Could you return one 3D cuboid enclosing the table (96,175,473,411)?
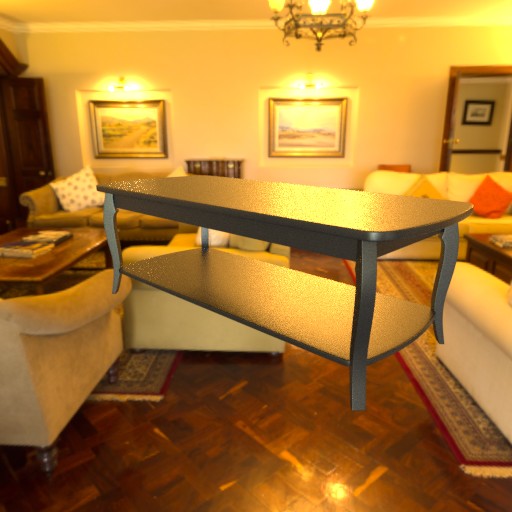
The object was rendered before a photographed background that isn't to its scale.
[{"bbox_3d":[0.000,0.000,1.595,1.333,0.457,0.571,15,21,42],"label":"table"}]
